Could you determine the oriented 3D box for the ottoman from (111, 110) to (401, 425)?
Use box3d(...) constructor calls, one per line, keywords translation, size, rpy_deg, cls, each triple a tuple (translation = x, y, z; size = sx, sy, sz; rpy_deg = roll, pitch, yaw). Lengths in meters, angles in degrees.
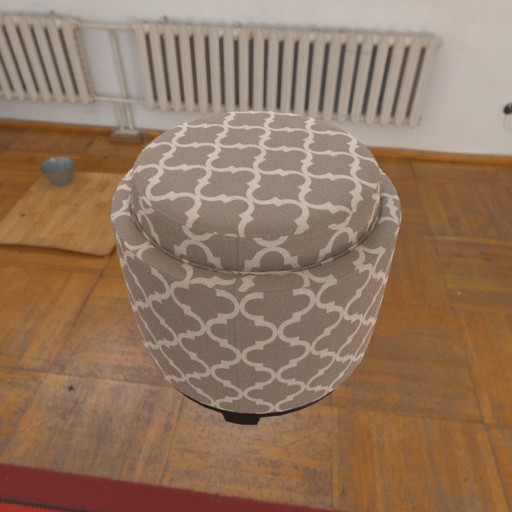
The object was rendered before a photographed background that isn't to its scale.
box3d(translation=(0.000, 0.000, 0.833), size=(0.480, 0.429, 0.480), rpy_deg=(0, 41, 0), cls="ottoman")
